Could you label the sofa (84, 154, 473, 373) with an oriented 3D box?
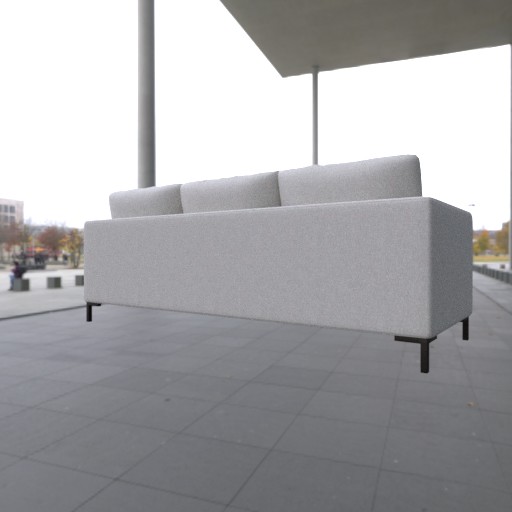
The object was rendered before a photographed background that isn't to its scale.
[{"bbox_3d":[0.000,0.000,2.632,2.218,0.874,0.859,0,0,36],"label":"sofa"}]
